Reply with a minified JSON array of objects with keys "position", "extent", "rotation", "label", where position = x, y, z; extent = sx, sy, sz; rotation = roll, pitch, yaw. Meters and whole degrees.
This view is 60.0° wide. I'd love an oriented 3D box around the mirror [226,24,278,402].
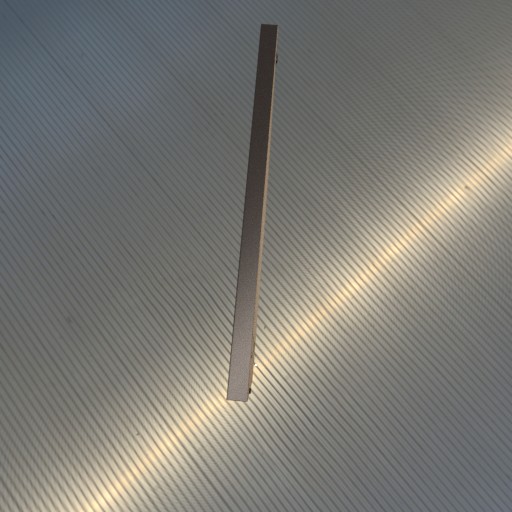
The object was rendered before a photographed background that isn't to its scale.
[{"position":[0.000,0.000,1.340],"extent":[0.041,1.016,0.762],"rotation":[4,76,1],"label":"mirror"}]
